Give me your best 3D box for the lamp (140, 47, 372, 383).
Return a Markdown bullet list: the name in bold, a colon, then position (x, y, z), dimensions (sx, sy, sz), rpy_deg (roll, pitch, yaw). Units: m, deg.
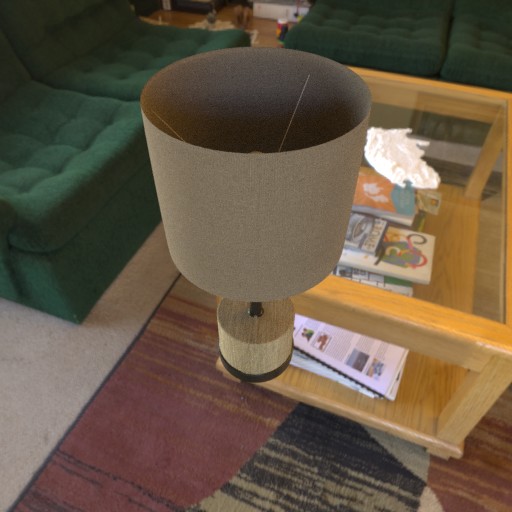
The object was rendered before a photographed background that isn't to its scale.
- **lamp**: position (0.000, 0.000, 0.608), dimensions (0.229, 0.470, 0.229), rpy_deg (3, 46, 3)
